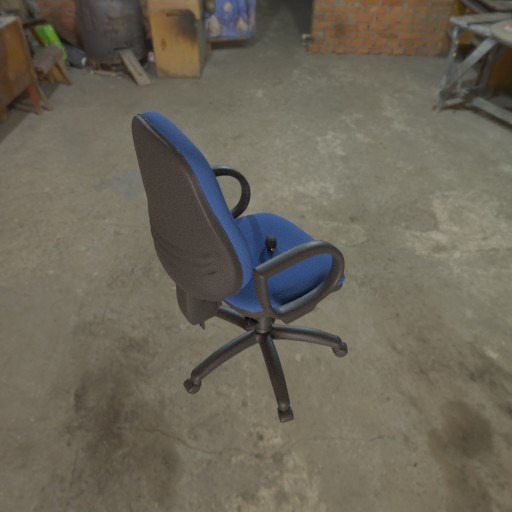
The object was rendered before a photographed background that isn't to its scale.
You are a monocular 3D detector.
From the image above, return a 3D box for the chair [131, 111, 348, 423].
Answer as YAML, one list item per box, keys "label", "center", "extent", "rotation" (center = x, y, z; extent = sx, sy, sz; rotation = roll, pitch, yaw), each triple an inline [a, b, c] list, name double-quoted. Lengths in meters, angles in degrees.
- label: "chair"
  center: [0.000, 0.000, 1.252]
  extent: [0.549, 0.905, 0.552]
  rotation: [-24, 46, -25]
